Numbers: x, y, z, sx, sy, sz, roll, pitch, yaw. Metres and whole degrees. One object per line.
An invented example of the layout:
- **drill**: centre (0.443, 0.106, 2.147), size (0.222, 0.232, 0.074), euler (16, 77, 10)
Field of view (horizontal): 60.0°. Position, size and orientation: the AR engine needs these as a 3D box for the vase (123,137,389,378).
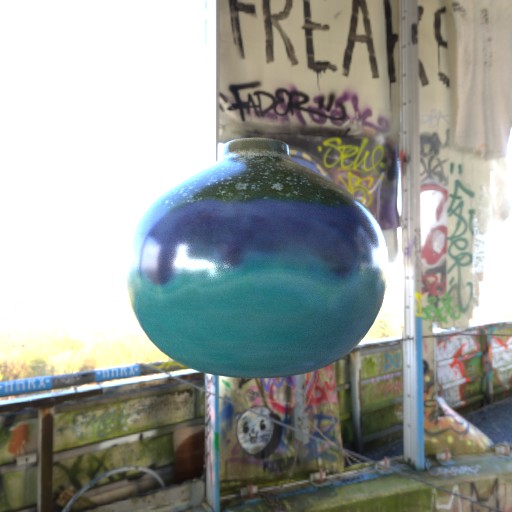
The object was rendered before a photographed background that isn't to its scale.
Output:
- **vase**: centre (0.000, 0.000, 0.268), size (0.154, 0.133, 0.154), euler (0, -1, 0)
